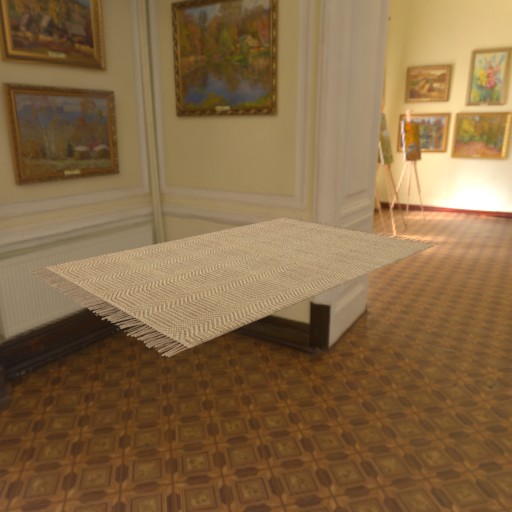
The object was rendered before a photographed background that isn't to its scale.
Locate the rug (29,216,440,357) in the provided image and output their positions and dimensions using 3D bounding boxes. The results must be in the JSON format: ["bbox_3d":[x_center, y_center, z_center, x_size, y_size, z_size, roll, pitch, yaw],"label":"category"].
[{"bbox_3d":[0.000,0.000,3.093,2.523,0.034,1.528,-16,22,-43],"label":"rug"}]
